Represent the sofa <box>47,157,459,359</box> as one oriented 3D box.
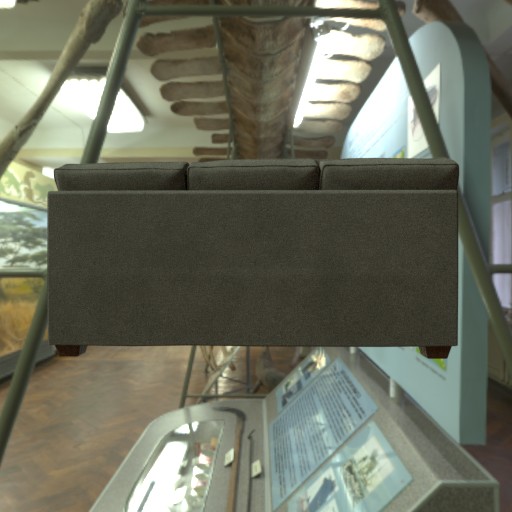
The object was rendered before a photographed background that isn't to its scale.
[{"bbox_3d":[0.000,0.000,2.554,1.962,0.973,1.027,0,-1,1],"label":"sofa"}]
